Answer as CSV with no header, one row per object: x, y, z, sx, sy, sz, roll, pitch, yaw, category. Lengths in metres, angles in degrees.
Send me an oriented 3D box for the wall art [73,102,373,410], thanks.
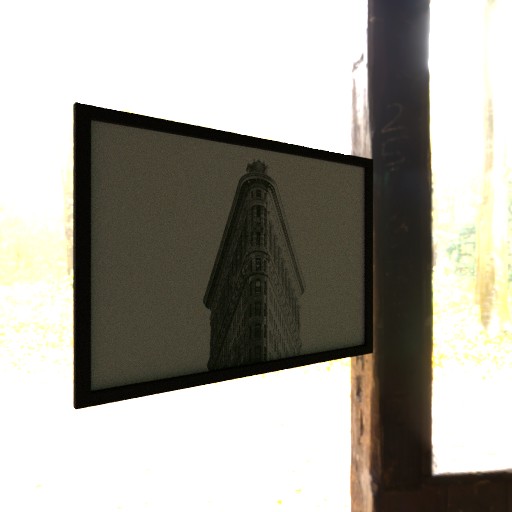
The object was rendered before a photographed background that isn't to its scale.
0.000,0.000,1.230,0.958,0.656,0.026,0,0,-35,wall art
